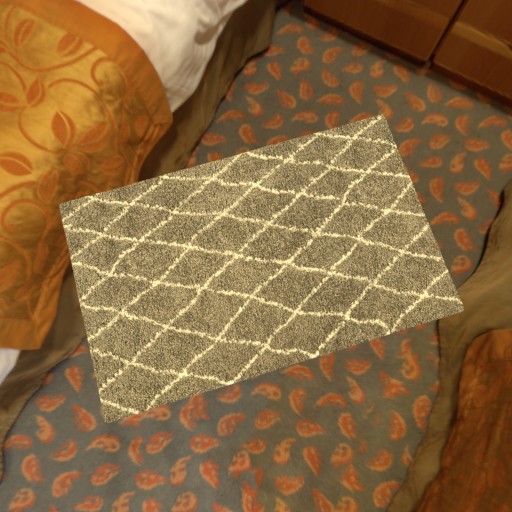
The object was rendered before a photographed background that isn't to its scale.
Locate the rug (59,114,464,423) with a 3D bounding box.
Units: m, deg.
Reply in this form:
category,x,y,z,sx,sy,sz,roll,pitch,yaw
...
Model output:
category,x,y,z,sx,sy,sz,roll,pitch,yaw
rug,0.000,0.000,3.034,2.438,0.030,1.524,-16,77,-4
